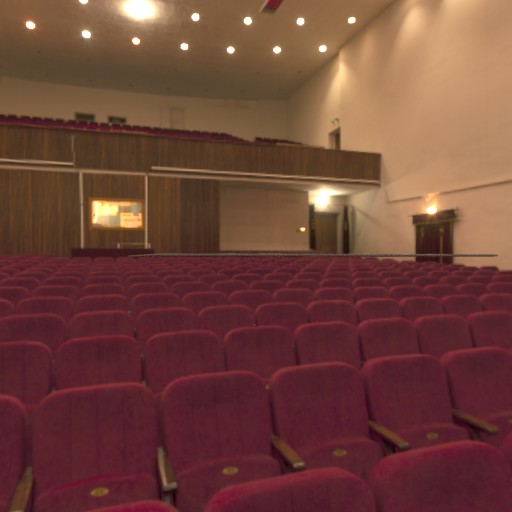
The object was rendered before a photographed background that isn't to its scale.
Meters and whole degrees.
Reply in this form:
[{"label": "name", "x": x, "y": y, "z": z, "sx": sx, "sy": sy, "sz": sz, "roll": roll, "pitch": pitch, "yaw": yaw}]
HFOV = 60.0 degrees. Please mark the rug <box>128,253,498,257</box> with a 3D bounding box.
[{"label": "rug", "x": 0.000, "y": 0.000, "z": 2.985, "sx": 1.554, "sy": 0.011, "sz": 2.476, "roll": 0, "pitch": 0, "yaw": -19}]
